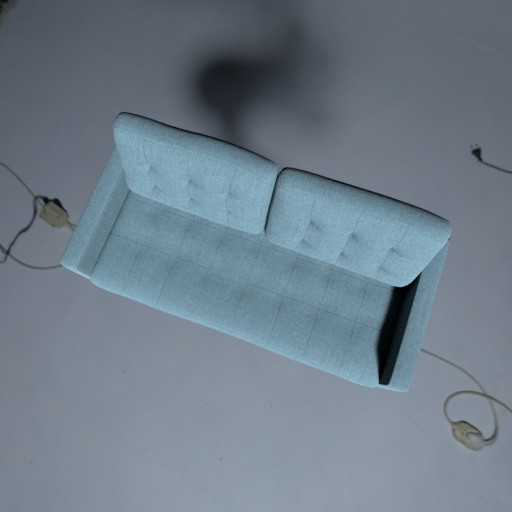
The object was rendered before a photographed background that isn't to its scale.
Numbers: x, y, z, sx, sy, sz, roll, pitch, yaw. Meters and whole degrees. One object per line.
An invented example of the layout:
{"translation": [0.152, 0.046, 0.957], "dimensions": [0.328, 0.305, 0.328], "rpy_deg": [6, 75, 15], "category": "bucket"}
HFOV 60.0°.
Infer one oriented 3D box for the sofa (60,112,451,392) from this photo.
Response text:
{"translation": [0.000, 0.000, 2.600], "dimensions": [2.010, 1.050, 0.966], "rpy_deg": [20, 78, 5], "category": "sofa"}
